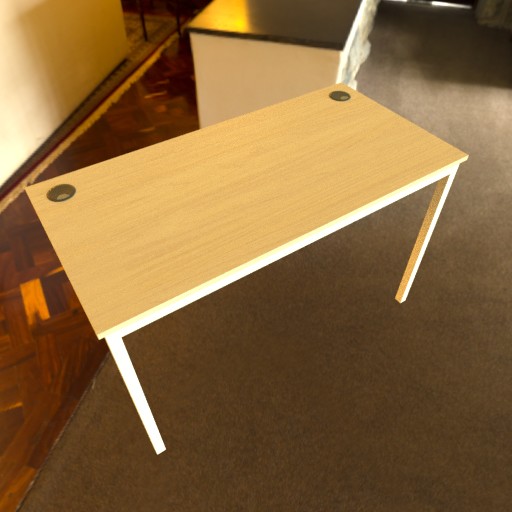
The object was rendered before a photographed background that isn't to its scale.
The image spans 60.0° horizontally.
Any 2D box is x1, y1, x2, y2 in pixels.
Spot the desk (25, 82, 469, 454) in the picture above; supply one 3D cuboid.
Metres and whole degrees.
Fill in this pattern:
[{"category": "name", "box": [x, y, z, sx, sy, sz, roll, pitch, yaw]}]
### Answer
[{"category": "desk", "box": [0.000, 0.000, 1.600, 1.200, 0.750, 0.600, -26, 52, -22]}]
